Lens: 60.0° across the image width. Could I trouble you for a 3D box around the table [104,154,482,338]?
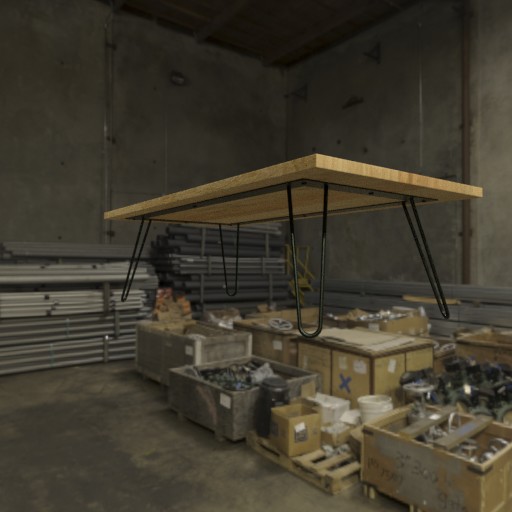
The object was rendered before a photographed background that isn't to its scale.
[{"bbox_3d":[0.000,0.000,1.664,0.699,0.400,1.348,1,-1,-37],"label":"table"}]
